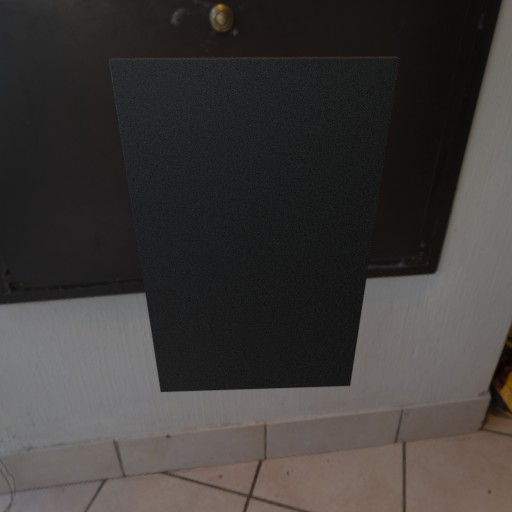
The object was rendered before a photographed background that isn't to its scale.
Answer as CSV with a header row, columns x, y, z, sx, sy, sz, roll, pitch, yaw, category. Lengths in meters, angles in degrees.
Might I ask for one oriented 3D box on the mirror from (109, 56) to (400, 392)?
x,y,z,sx,sy,sz,roll,pitch,yaw,category
0.000,0.000,1.486,0.762,1.219,0.038,-1,31,-2,mirror
